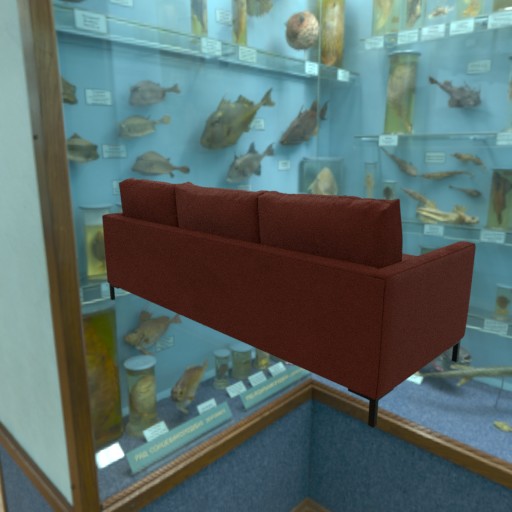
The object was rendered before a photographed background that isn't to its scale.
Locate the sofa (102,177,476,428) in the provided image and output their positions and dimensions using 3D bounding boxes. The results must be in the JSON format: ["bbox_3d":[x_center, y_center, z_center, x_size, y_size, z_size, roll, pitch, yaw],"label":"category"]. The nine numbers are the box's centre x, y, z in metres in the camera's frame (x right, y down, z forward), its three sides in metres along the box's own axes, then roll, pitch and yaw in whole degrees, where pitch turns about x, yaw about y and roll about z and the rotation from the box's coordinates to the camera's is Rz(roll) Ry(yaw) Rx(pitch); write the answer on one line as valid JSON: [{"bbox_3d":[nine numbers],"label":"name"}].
[{"bbox_3d":[0.000,0.000,2.676,0.875,0.879,2.252,-13,18,-43],"label":"sofa"}]
